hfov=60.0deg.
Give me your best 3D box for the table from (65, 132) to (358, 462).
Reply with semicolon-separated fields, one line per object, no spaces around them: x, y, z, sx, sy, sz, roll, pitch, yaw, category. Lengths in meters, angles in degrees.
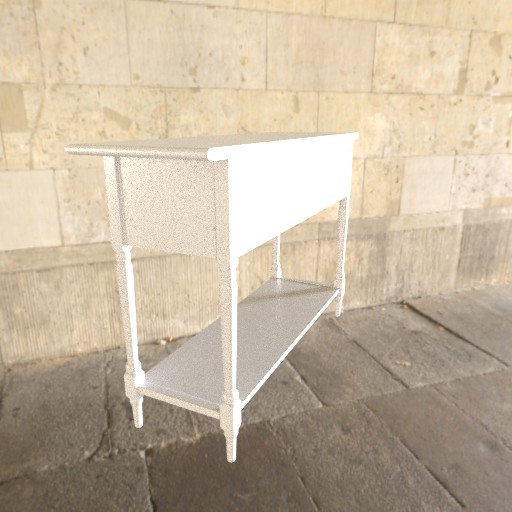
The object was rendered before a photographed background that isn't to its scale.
0.000;0.000;1.555;0.384;0.808;1.197;8;19;25;table
